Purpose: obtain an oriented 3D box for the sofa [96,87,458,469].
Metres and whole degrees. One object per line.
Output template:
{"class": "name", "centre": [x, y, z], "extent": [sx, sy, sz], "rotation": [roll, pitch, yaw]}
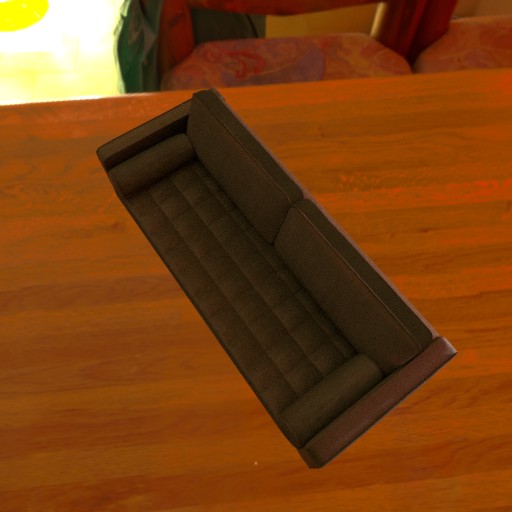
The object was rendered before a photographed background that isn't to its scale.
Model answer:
{"class": "sofa", "centre": [0.000, 0.000, 2.621], "extent": [0.918, 0.769, 2.199], "rotation": [-33, 69, -14]}
